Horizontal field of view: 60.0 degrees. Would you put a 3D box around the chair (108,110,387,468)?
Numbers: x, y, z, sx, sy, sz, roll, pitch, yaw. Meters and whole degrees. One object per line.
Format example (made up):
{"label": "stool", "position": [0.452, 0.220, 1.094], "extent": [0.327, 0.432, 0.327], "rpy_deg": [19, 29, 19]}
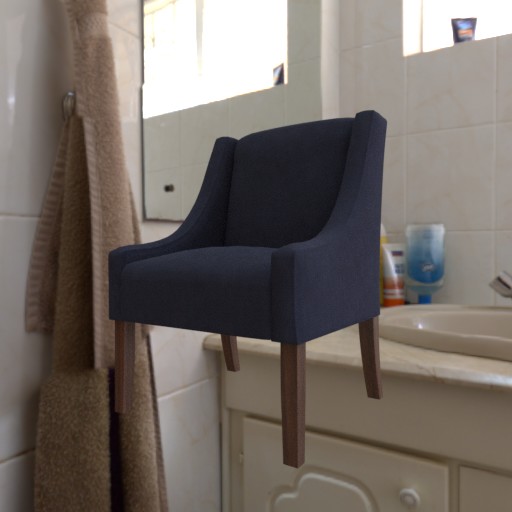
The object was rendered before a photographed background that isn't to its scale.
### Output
{"label": "chair", "position": [0.000, 0.000, 1.343], "extent": [0.629, 0.895, 0.629], "rpy_deg": [0, 1, 34]}
